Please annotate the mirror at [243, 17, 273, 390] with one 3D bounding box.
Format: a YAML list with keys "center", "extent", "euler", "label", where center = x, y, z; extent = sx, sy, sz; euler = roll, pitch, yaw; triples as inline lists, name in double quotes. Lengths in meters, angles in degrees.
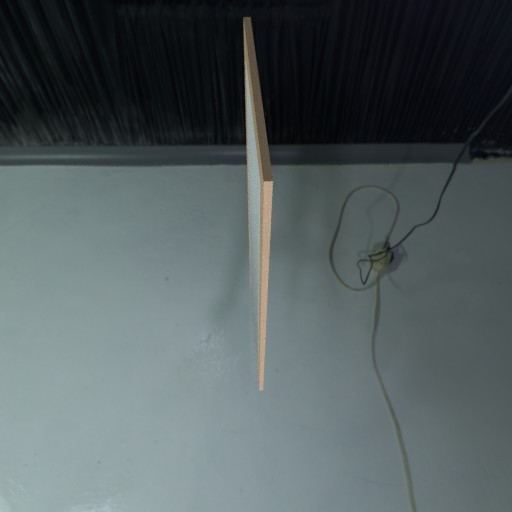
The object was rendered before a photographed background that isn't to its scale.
- center: [0.000, 0.000, 2.285]
  extent: [0.026, 2.031, 0.812]
  euler: [-4, 58, -3]
  label: "mirror"
